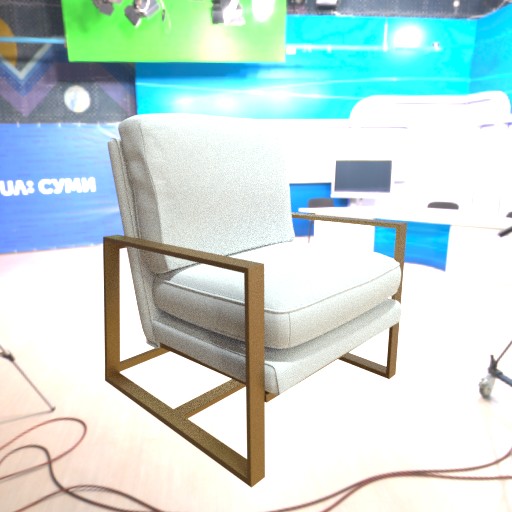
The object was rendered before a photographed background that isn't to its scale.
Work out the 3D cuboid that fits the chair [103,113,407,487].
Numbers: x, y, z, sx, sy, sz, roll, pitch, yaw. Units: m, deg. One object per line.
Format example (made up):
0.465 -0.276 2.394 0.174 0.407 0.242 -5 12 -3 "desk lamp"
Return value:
0.000 0.000 1.559 0.813 0.966 0.805 13 20 42 "chair"
